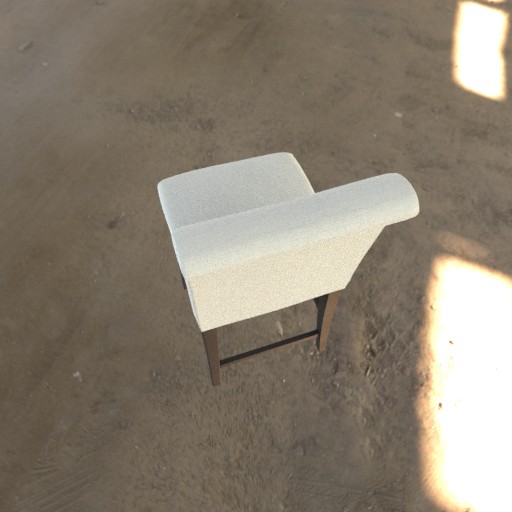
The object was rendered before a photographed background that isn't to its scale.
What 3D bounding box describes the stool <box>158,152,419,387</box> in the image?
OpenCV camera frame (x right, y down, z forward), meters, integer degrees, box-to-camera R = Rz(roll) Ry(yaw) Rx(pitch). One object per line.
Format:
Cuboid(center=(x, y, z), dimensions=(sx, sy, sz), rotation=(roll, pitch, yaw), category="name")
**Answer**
Cuboid(center=(0.000, 0.000, 1.308), dimensions=(0.452, 0.976, 0.597), rotation=(-16, 58, -10), category="stool")
